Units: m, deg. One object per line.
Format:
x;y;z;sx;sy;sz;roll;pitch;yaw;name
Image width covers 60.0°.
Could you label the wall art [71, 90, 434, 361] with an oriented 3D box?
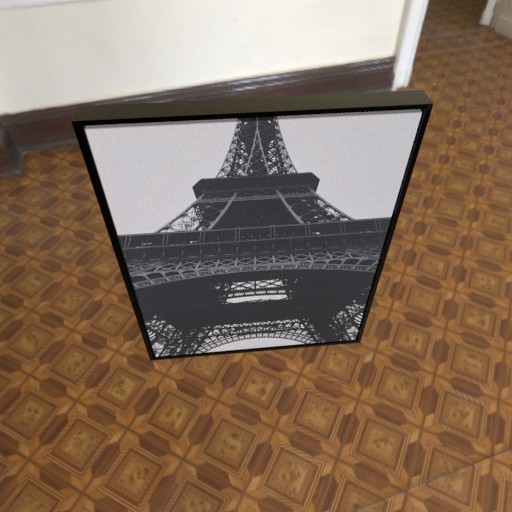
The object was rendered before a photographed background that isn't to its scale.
0.000;0.000;0.761;0.451;0.553;0.039;-4;46;-4;wall art
